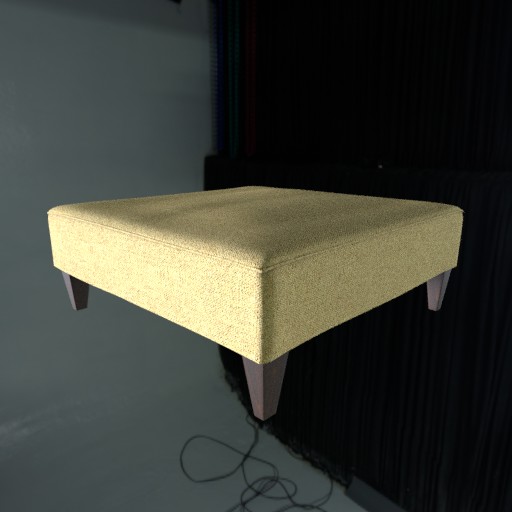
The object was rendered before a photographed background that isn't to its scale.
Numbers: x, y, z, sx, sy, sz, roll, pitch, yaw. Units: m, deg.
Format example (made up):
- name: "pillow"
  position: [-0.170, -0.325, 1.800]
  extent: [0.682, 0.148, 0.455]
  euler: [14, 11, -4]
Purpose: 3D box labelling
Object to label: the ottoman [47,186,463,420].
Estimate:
- name: "ottoman"
  position: [0.000, 0.000, 1.478]
  extent: [0.981, 0.378, 0.970]
  euler: [14, 20, 43]
